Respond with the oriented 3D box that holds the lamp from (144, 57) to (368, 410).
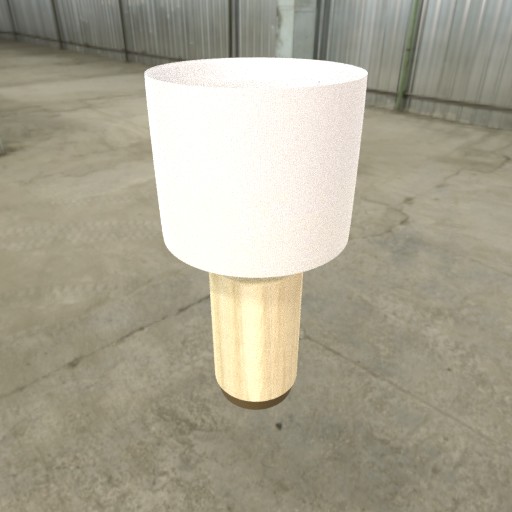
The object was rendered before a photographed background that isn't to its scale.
[{"bbox_3d":[0.000,0.000,0.569,0.228,0.444,0.228,-8,31,-14],"label":"lamp"}]
